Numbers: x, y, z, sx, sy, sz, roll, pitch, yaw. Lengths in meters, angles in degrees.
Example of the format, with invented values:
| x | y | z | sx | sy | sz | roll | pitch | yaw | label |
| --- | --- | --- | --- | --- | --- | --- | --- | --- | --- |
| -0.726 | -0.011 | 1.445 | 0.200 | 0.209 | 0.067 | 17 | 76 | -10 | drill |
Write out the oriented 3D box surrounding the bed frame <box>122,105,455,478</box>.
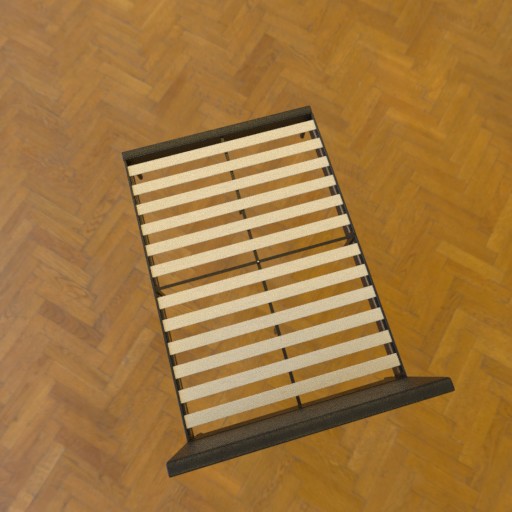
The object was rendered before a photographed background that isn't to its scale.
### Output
| x | y | z | sx | sy | sz | roll | pitch | yaw | label |
| --- | --- | --- | --- | --- | --- | --- | --- | --- | --- |
| 0.000 | 0.000 | 2.925 | 1.469 | 1.046 | 2.152 | -15 | 76 | -4 | bed frame |
